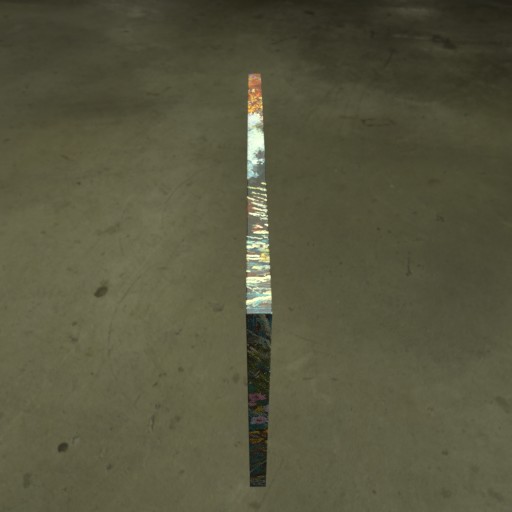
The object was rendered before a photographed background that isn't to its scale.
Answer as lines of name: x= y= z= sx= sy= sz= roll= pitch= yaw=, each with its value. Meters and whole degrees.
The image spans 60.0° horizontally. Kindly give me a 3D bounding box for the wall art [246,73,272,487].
wall art: x=0.000 y=0.000 z=1.150 sx=0.037 sy=0.604 sz=0.908 roll=0 pitch=42 yaw=0
